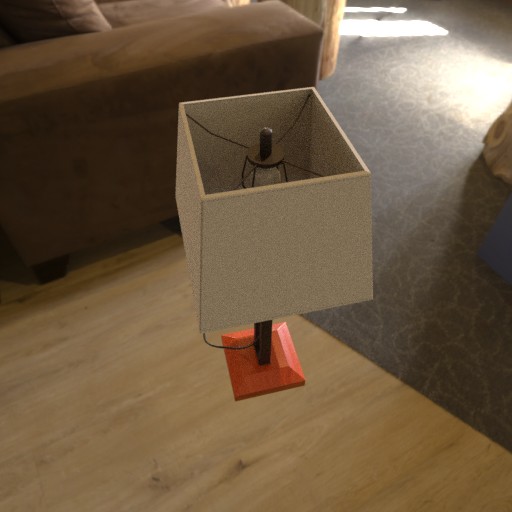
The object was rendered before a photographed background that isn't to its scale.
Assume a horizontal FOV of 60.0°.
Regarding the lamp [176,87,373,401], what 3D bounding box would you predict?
[{"bbox_3d":[0.000,0.000,1.005,0.310,0.737,0.498,-10,49,-9],"label":"lamp"}]
